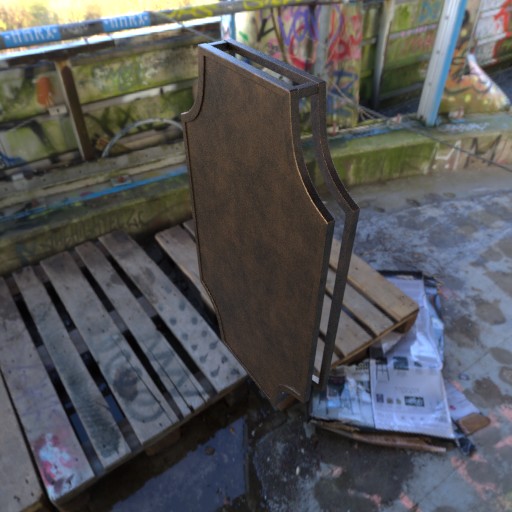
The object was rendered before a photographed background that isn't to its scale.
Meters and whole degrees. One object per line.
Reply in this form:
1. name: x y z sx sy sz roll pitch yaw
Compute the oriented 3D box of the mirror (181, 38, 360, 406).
1. mirror: 0.000 0.000 0.961 0.066 0.811 0.462 -24 47 -25
